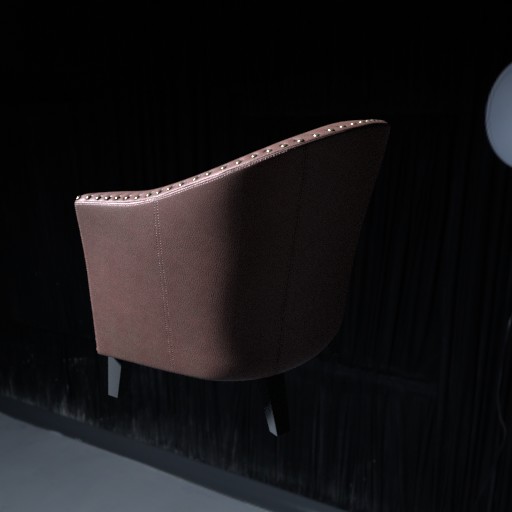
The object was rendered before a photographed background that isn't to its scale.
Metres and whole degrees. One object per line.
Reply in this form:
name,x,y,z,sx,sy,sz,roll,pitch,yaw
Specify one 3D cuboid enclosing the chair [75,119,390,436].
chair,0.000,0.000,1.411,0.748,0.823,0.794,8,18,25
